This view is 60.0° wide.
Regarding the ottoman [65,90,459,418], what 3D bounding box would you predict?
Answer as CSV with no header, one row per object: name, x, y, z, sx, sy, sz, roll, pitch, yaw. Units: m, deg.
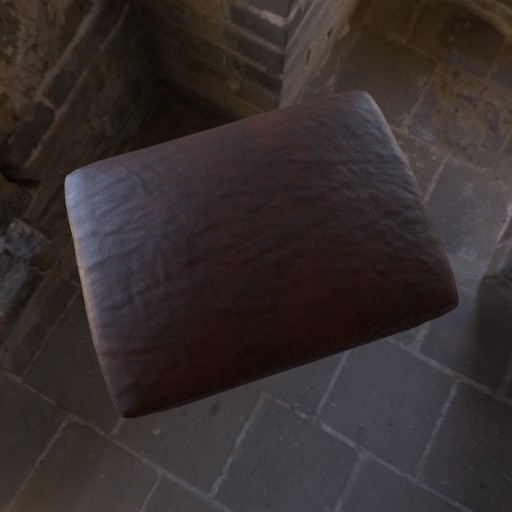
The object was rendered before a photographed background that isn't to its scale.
ottoman,0.000,0.000,1.272,0.887,0.527,0.659,-17,76,-4
